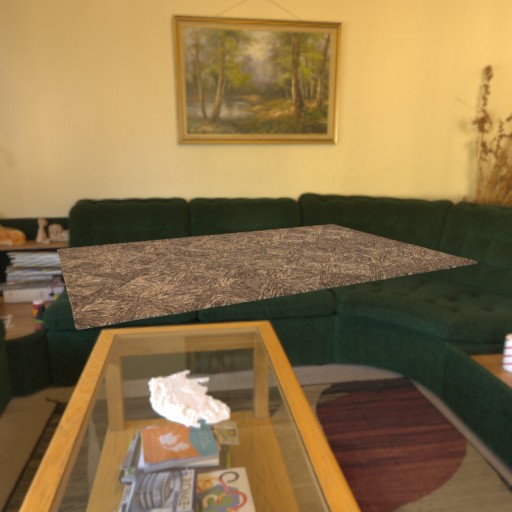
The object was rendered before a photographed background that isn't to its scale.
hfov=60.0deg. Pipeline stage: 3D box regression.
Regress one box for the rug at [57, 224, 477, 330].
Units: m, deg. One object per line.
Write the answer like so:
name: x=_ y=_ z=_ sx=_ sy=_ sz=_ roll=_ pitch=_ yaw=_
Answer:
rug: x=0.000 y=0.000 z=2.255 sx=1.808 sy=0.011 sz=1.189 roll=-7 pitch=15 yaw=-25
